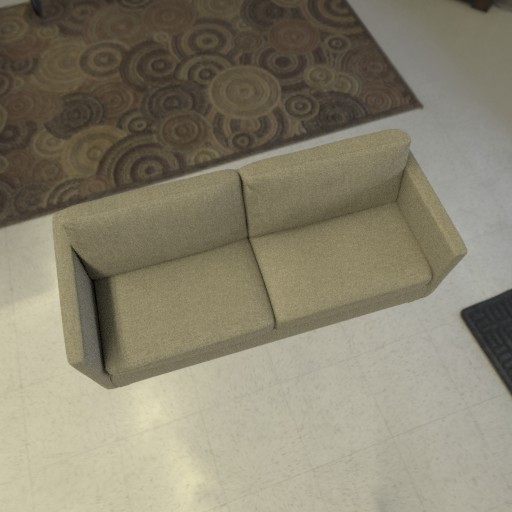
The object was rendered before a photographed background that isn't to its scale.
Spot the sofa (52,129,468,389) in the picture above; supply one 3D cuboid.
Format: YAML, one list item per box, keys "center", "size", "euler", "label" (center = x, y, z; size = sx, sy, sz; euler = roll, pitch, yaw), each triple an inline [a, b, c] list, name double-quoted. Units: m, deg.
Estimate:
- center: [0.000, 0.000, 2.729]
  size: [2.208, 0.960, 0.956]
  euler: [-15, 64, -7]
  label: "sofa"
